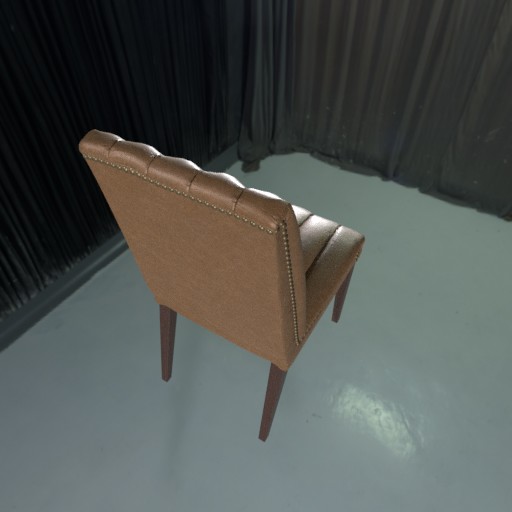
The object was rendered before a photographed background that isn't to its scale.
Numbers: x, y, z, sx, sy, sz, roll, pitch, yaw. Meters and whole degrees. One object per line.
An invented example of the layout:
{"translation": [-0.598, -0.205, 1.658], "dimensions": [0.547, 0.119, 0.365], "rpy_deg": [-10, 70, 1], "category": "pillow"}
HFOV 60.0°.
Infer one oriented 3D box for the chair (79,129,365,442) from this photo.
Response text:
{"translation": [0.000, 0.000, 1.367], "dimensions": [0.511, 1.016, 0.647], "rpy_deg": [24, 51, 21], "category": "chair"}
